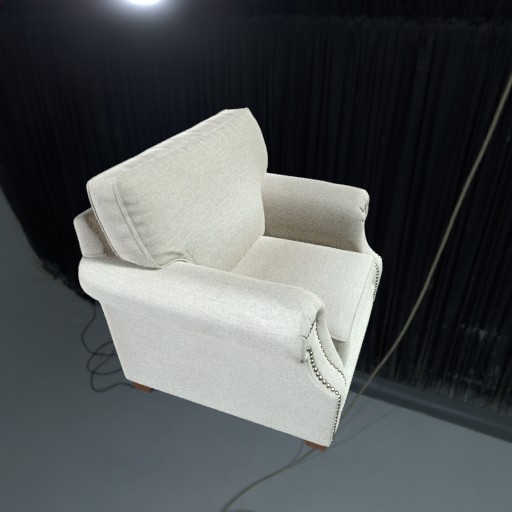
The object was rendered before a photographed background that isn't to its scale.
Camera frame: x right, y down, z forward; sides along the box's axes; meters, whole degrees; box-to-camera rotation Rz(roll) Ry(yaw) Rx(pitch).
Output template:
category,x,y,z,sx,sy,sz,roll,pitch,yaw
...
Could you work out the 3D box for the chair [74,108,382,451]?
category,x,y,z,sx,sy,sz,roll,pitch,yaw
chair,0.000,0.000,1.839,0.965,0.961,1.092,12,33,19
